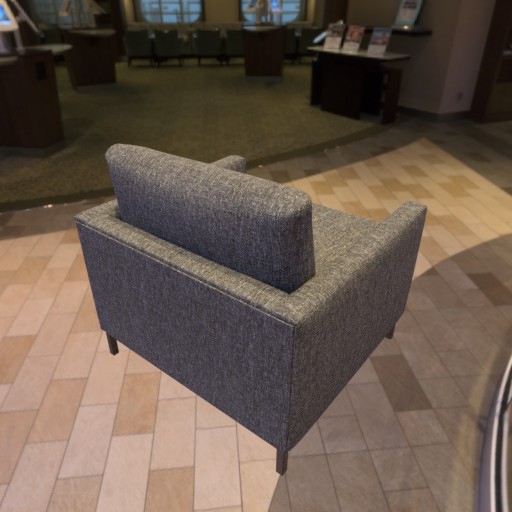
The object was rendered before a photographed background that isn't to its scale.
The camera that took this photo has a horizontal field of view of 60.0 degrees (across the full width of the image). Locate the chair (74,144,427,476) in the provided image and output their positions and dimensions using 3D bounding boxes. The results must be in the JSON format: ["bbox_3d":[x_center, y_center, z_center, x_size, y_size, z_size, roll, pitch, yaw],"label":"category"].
[{"bbox_3d":[0.000,0.000,1.660,0.963,0.861,0.866,22,37,32],"label":"chair"}]
